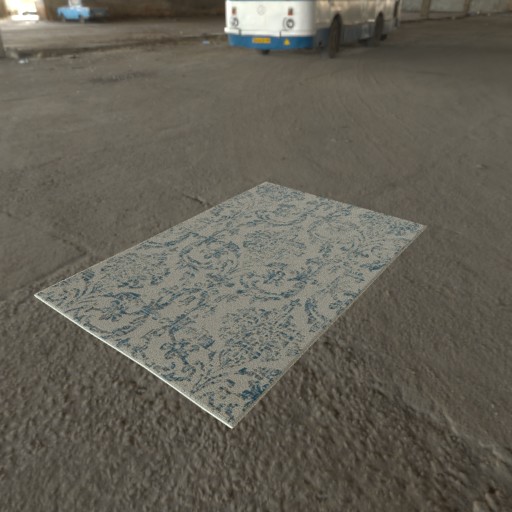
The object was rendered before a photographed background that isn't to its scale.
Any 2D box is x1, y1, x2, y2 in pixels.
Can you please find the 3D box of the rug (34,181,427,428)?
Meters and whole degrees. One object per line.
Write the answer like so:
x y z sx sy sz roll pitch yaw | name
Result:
0.000 0.000 2.377 1.213 0.012 1.831 21 37 32 | rug
